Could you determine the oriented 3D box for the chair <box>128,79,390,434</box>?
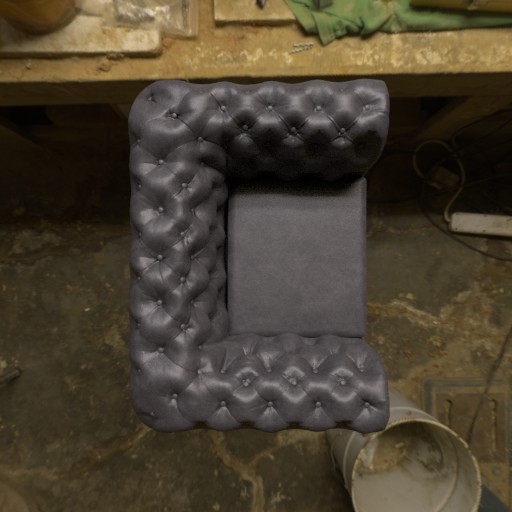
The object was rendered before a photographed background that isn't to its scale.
[{"bbox_3d":[0.000,0.000,1.889,0.943,0.780,1.298,0,90,0],"label":"chair"}]
